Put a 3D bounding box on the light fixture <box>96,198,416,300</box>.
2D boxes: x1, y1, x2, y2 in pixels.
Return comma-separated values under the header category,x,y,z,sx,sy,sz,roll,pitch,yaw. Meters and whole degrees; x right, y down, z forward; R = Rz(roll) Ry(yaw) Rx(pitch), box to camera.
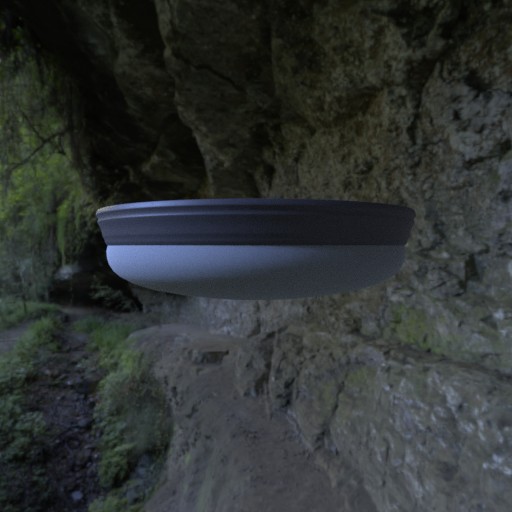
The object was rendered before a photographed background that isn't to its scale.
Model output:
category,x,y,z,sx,sy,sz,roll,pitch,yaw
light fixture,0.000,0.000,0.542,0.368,0.100,0.368,0,1,0
